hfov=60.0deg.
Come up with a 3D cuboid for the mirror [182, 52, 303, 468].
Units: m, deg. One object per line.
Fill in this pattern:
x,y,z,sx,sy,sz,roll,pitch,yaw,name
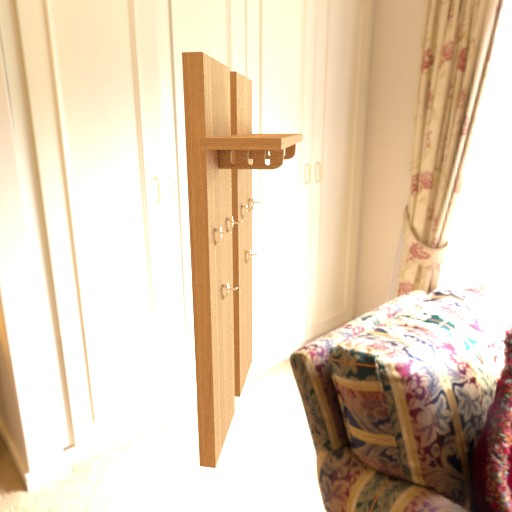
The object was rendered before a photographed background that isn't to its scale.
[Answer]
0.000,0.000,1.596,0.260,1.250,0.800,3,16,9,mirror
